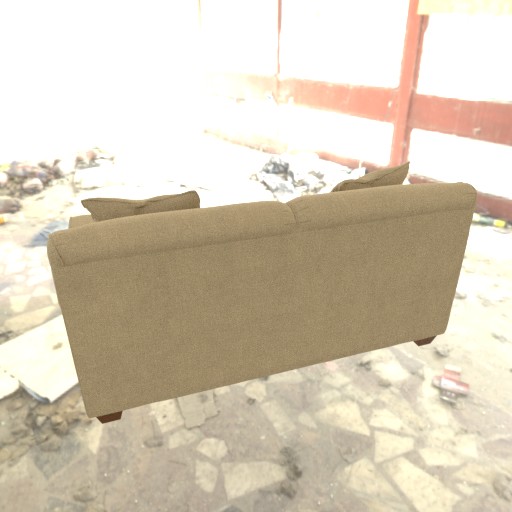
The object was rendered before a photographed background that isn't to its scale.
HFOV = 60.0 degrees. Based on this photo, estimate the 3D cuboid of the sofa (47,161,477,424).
[{"bbox_3d":[0.000,0.000,2.351,1.846,0.958,0.998,-9,28,-17],"label":"sofa"}]
